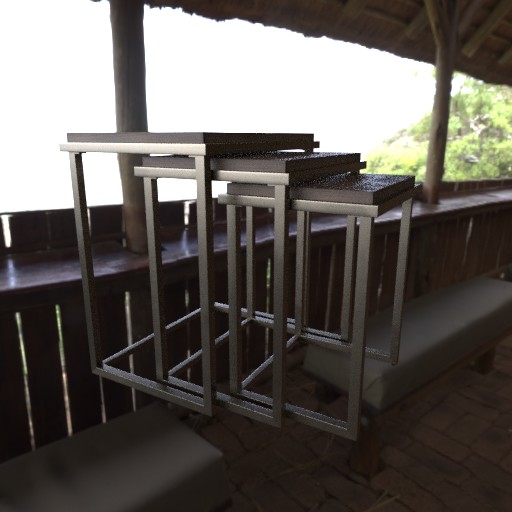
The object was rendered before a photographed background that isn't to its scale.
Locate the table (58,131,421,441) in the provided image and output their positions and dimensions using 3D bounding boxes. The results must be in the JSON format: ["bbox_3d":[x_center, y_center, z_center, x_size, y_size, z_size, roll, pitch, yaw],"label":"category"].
[{"bbox_3d":[0.000,0.000,1.137,0.706,0.610,0.559,8,17,29],"label":"table"}]
